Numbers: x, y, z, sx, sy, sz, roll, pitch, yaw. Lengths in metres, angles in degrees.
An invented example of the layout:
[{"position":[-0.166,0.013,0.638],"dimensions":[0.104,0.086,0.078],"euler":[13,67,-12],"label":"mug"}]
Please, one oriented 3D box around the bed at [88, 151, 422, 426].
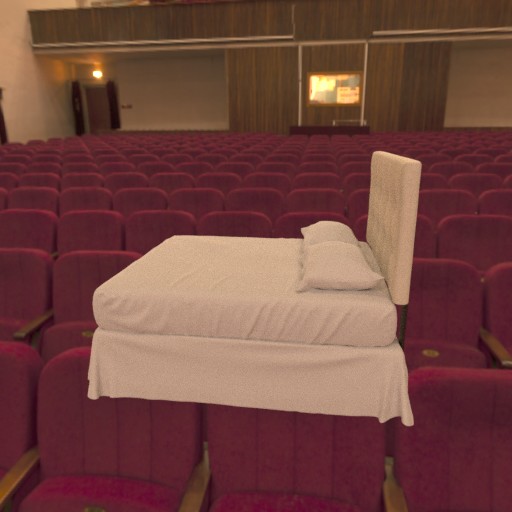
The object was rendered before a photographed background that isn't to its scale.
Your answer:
[{"position":[0.000,0.000,3.511],"dimensions":[2.222,1.577,1.936],"euler":[2,15,8],"label":"bed"}]
